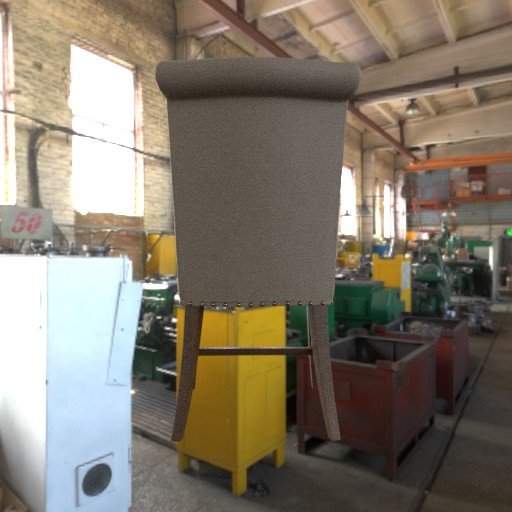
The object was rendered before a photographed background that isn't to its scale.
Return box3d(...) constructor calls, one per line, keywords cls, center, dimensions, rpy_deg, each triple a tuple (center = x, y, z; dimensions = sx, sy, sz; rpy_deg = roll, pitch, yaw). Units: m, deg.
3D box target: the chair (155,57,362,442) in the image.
box3d(cls="chair", center=(0.000, 0.000, 1.373), dimensions=(0.513, 0.988, 0.608), rpy_deg=(0, 1, -1))
